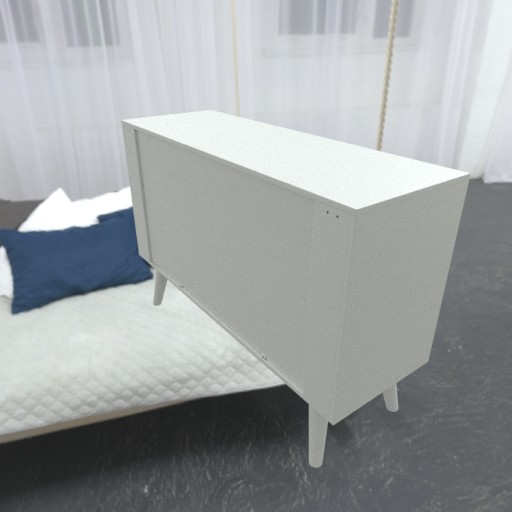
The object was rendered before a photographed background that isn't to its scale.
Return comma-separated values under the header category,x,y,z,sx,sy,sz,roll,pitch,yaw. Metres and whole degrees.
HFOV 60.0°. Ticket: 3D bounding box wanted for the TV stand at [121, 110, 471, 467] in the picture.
category,x,y,z,sx,sy,sz,roll,pitch,yaw
TV stand,0.000,0.000,1.574,0.406,0.812,1.193,-19,32,-32
